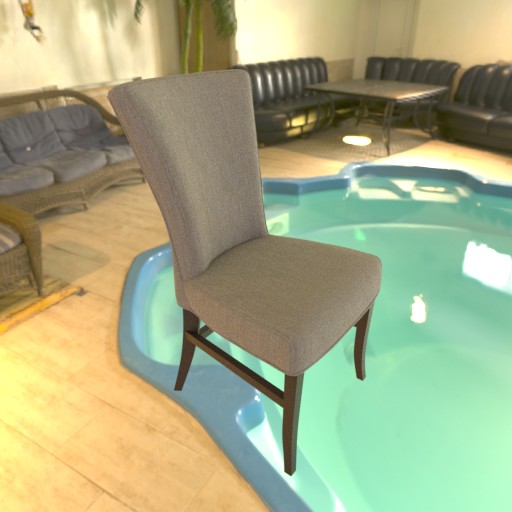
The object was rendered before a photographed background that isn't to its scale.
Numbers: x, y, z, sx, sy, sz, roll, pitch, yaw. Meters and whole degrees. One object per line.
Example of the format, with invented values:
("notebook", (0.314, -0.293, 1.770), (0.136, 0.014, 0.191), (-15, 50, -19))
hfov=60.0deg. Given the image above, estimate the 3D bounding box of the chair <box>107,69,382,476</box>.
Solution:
("chair", (0.000, 0.000, 1.341), (0.660, 0.991, 0.520), (19, 34, 32))
